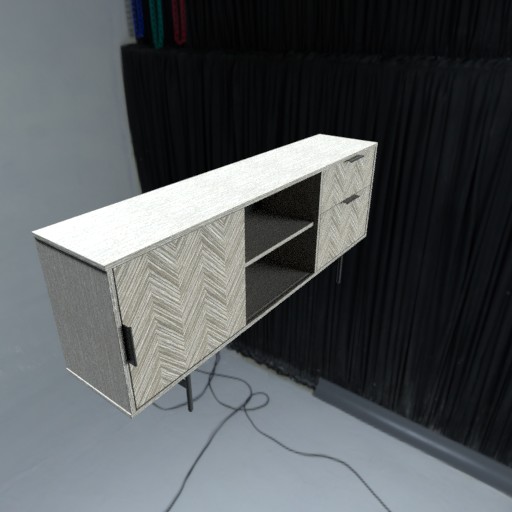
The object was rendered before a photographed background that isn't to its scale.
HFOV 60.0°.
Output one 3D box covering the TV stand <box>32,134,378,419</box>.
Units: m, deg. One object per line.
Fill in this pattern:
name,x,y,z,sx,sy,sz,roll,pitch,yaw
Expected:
TV stand,0.000,0.000,2.104,0.405,0.787,1.804,19,33,32
